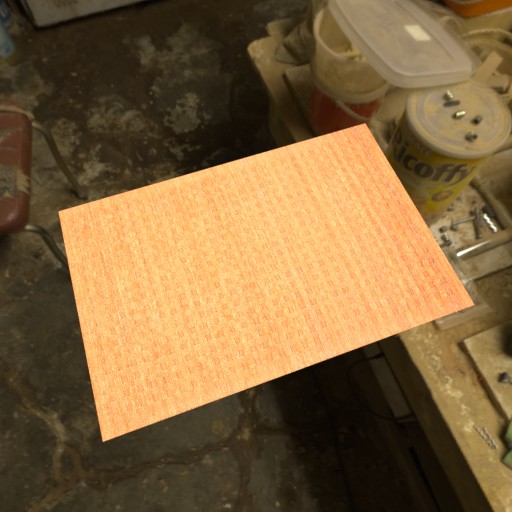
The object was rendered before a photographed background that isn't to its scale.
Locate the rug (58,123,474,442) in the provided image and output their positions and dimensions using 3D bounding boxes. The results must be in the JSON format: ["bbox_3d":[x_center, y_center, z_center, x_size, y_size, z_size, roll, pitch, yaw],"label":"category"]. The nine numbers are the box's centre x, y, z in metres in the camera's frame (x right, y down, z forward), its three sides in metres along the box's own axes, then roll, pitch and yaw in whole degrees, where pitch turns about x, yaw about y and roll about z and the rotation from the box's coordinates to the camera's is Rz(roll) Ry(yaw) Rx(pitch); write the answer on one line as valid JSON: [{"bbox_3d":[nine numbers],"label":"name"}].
[{"bbox_3d":[0.000,0.000,2.849,2.285,0.006,1.524,-18,66,-8],"label":"rug"}]
